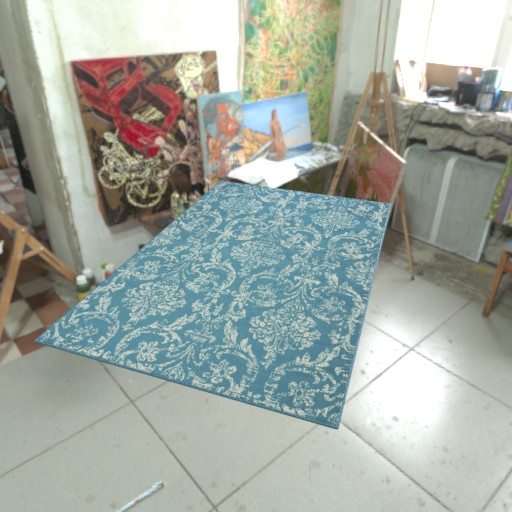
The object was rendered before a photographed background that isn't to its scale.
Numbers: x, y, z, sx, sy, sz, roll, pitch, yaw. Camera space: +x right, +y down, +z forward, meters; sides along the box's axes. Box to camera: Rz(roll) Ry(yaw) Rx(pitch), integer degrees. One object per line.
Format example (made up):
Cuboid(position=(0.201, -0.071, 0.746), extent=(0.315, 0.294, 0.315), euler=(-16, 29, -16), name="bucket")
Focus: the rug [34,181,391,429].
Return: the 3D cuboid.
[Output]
Cuboid(position=(0.000, 0.000, 3.471), extent=(1.816, 0.018, 2.746), euler=(10, 32, 17), name="rug")
